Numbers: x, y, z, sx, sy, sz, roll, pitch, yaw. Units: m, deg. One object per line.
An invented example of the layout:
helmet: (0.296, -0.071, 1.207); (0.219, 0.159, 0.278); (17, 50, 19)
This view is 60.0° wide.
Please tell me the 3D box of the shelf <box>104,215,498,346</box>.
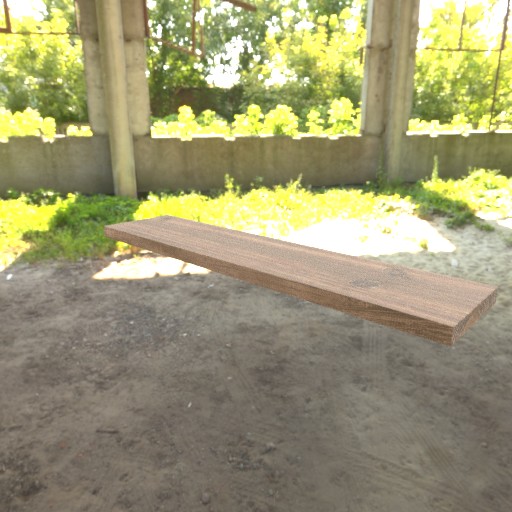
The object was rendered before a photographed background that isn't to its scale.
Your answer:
shelf: (0.000, 0.000, 0.648); (0.610, 0.020, 0.140); (15, 22, 40)
